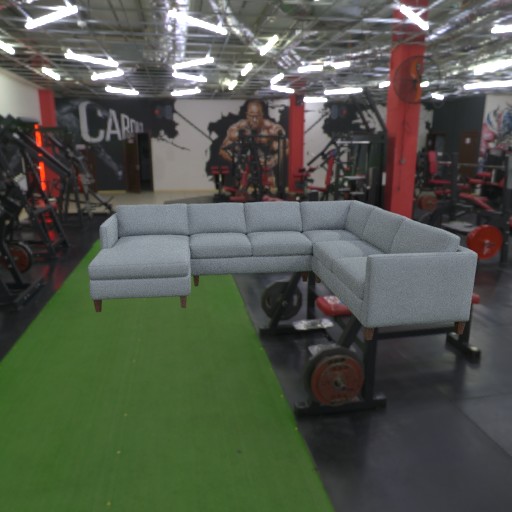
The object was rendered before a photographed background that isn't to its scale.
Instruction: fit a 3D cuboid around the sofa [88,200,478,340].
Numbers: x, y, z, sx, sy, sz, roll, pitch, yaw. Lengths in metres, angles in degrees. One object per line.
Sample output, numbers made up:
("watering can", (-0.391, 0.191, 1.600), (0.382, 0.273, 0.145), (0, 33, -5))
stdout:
("sofa", (0.000, 0.000, 4.541), (3.238, 0.853, 2.551), (-2, 14, -8))
